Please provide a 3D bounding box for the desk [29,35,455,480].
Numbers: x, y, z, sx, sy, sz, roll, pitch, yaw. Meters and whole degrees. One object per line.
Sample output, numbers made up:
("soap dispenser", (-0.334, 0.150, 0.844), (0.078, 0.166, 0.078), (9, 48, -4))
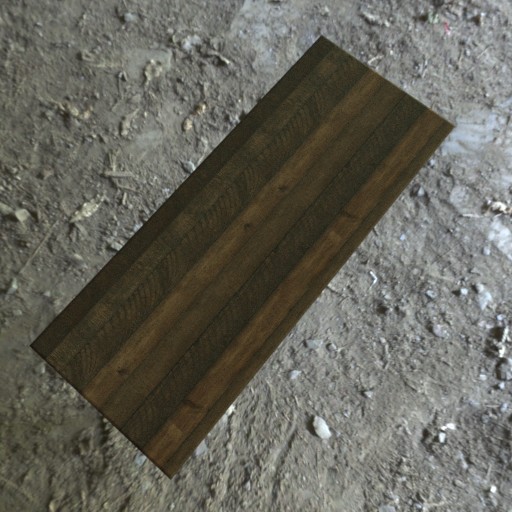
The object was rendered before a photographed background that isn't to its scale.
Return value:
("desk", (0.000, 0.000, 1.887), (0.617, 0.753, 1.538), (39, 79, 9))
